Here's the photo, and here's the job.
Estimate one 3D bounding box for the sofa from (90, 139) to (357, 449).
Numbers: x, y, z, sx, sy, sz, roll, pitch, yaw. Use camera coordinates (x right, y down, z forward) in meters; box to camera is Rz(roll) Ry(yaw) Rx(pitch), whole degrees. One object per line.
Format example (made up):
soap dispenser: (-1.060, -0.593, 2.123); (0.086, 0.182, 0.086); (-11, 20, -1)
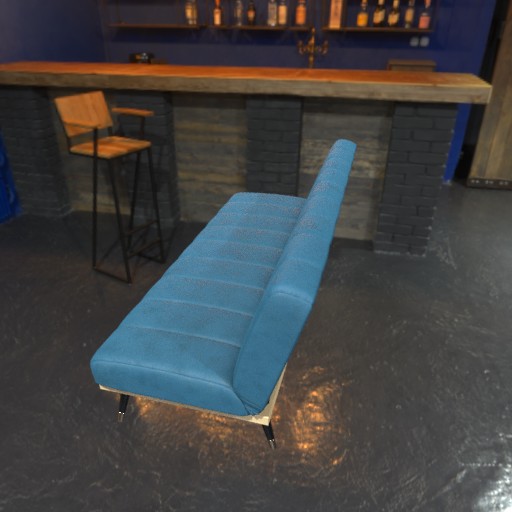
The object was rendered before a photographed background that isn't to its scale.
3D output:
sofa: (0.000, 0.000, 2.296); (0.830, 0.825, 1.810); (7, 30, 13)
